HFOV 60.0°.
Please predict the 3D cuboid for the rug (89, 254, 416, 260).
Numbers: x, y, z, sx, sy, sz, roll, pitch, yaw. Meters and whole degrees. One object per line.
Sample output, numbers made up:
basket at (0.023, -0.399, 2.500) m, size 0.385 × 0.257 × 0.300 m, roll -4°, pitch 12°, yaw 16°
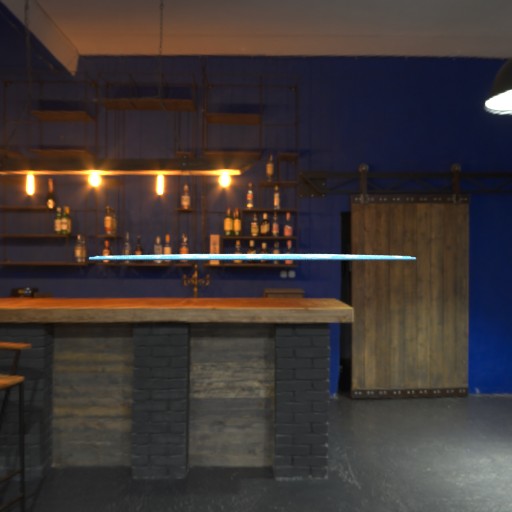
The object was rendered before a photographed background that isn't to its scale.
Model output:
rug at (0.000, 0.000, 1.423) m, size 0.604 × 0.007 × 1.219 m, roll 0°, pitch 0°, yaw 1°
